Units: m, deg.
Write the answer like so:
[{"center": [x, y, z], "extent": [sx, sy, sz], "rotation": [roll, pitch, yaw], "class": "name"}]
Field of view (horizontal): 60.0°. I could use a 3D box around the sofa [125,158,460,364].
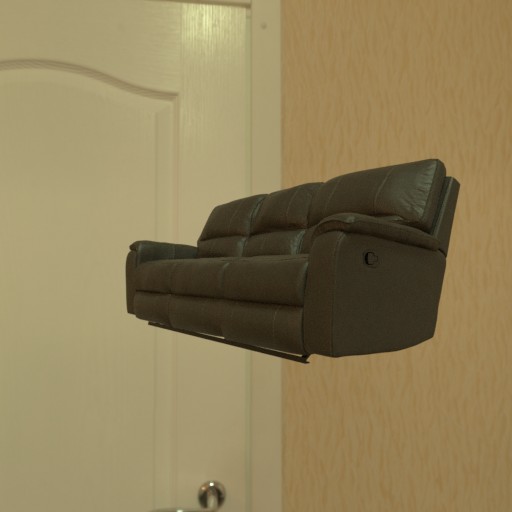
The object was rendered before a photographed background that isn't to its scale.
[{"center": [0.000, 0.000, 3.235], "extent": [1.104, 1.134, 2.627], "rotation": [1, -2, -37], "class": "sofa"}]
